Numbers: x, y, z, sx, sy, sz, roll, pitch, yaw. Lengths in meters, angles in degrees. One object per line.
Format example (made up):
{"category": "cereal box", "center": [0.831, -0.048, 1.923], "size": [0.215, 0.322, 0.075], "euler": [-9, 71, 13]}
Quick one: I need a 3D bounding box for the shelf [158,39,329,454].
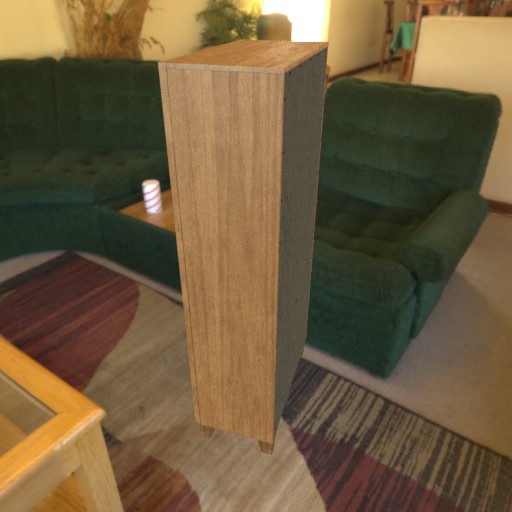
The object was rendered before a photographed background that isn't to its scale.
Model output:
{"category": "shelf", "center": [0.000, 0.000, 2.282], "size": [0.453, 1.930, 0.864], "euler": [9, 32, 15]}
